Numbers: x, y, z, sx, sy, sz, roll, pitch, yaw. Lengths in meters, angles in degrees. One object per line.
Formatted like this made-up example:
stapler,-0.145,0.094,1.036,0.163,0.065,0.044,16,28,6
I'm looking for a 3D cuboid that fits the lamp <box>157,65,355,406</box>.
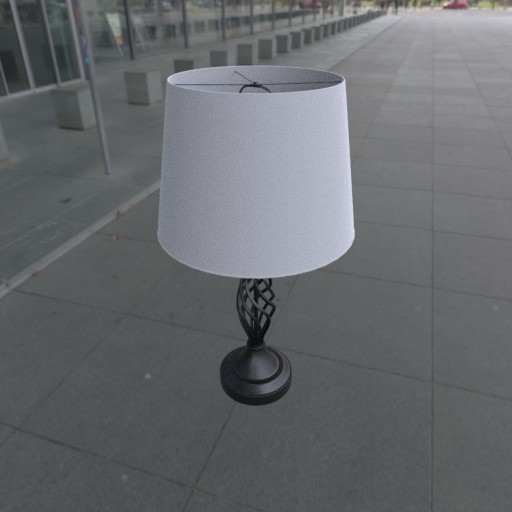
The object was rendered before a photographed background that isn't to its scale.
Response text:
lamp,0.000,0.000,0.786,0.331,0.594,0.331,0,30,0
